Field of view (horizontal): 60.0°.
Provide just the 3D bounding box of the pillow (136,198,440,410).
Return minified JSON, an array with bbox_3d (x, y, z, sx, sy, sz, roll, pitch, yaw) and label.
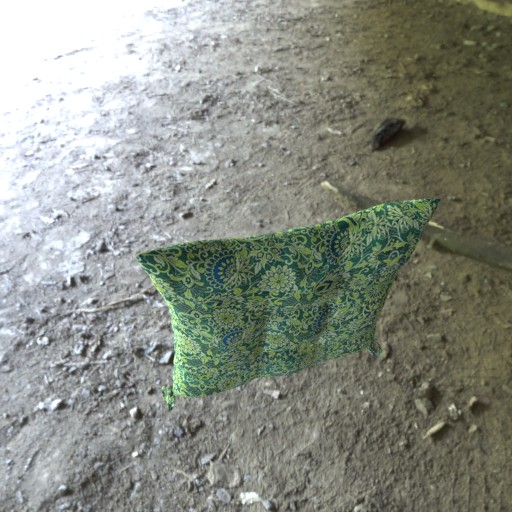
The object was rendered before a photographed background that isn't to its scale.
[{"bbox_3d":[0.000,0.000,1.034,0.541,0.536,0.585,-11,42,-13],"label":"pillow"}]
